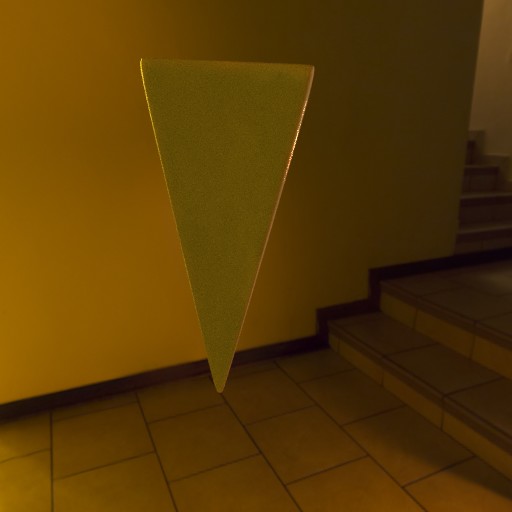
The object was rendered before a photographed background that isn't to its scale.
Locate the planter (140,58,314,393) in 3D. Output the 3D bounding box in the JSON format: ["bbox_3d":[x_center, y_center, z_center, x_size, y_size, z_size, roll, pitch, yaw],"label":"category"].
[{"bbox_3d":[0.000,0.000,0.218,0.080,0.178,0.064,-14,21,-43],"label":"planter"}]
